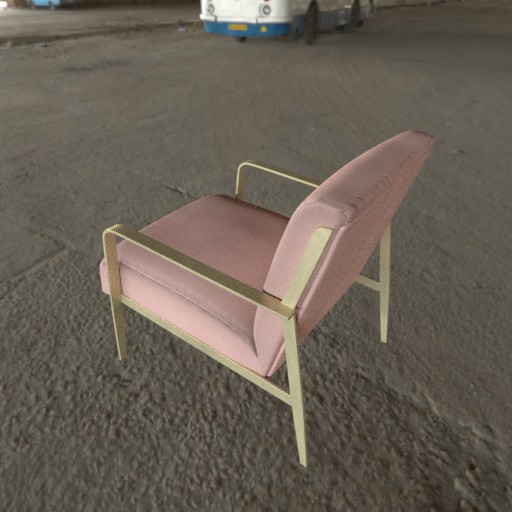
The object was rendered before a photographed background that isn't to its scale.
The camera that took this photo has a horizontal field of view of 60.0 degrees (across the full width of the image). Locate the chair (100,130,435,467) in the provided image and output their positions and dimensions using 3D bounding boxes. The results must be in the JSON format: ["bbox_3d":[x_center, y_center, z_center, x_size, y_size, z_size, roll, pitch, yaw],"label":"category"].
[{"bbox_3d":[0.000,0.000,1.467,0.848,0.823,0.701,20,37,29],"label":"chair"}]
